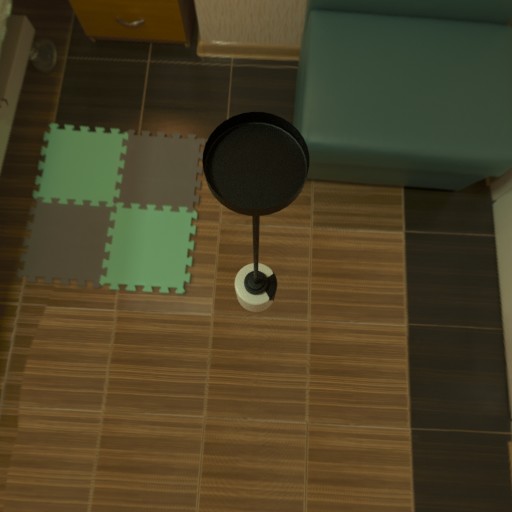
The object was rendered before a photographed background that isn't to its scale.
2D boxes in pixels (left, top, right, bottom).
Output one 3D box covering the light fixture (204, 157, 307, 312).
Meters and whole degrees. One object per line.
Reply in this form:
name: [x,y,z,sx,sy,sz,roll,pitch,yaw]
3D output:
light fixture: [0.000,0.000,0.926,0.123,0.863,0.123,-25,77,-6]
